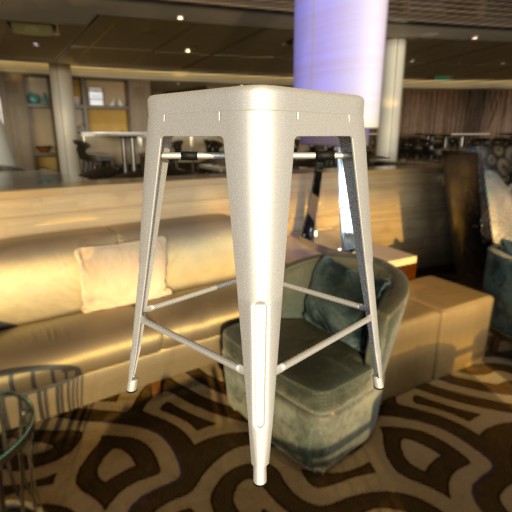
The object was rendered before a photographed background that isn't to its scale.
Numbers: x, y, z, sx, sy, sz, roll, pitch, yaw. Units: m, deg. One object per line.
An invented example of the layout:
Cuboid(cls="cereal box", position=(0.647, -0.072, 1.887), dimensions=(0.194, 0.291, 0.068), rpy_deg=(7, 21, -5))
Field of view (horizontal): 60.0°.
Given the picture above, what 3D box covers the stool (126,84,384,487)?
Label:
Cuboid(cls="stool", position=(0.000, 0.000, 0.894), dimensions=(0.406, 0.610, 0.406), rpy_deg=(14, 21, 42))
